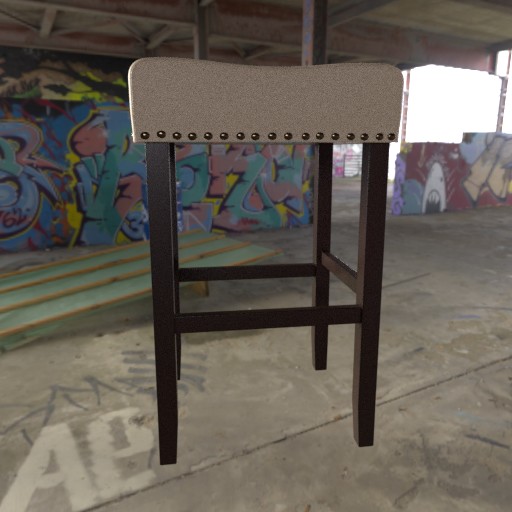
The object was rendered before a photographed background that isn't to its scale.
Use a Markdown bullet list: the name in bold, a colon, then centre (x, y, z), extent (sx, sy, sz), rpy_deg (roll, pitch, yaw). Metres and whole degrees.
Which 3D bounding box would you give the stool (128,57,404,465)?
- **stool**: centre (0.000, 0.000, 1.004), extent (0.471, 0.762, 0.401), rpy_deg (-2, 14, -8)
